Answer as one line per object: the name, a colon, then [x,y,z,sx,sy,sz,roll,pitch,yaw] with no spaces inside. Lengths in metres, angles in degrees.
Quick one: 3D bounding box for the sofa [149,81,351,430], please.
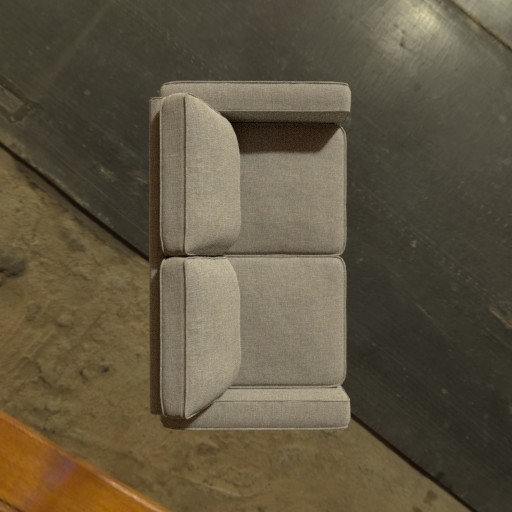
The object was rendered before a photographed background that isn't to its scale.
sofa: [0.000,0.000,2.290,0.945,0.915,1.706,0,90,-1]
